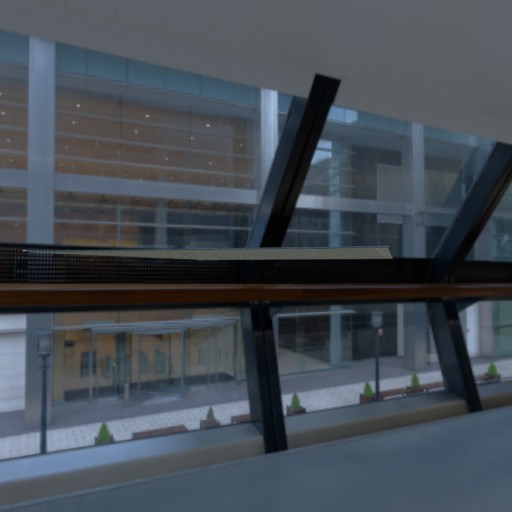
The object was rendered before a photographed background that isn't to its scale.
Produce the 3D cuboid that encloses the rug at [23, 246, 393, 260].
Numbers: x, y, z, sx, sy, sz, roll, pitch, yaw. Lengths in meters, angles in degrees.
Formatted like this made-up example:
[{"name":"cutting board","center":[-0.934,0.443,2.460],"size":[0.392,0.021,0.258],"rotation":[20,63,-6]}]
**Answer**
[{"name":"rug","center":[0.000,0.000,3.875],"size":[2.277,0.020,2.867],"rotation":[0,-2,17]}]
